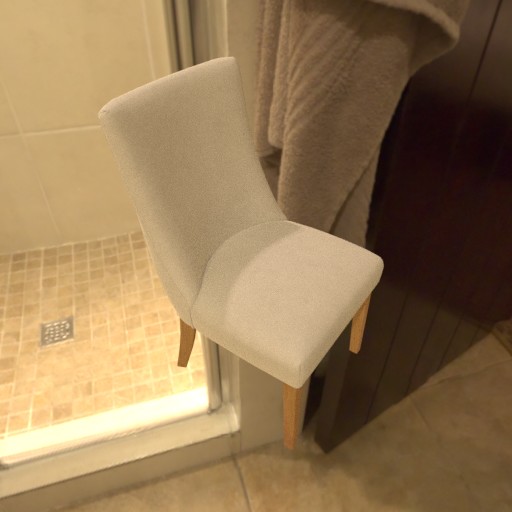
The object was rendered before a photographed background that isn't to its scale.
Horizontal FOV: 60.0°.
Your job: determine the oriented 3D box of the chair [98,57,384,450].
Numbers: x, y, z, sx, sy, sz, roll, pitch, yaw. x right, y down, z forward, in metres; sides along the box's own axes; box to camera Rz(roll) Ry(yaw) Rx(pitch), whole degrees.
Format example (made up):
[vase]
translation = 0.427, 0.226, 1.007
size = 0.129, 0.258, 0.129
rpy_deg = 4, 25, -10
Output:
[chair]
translation = 0.000, 0.000, 1.271
size = 0.610, 0.902, 0.495
rpy_deg = 25, 47, 26
